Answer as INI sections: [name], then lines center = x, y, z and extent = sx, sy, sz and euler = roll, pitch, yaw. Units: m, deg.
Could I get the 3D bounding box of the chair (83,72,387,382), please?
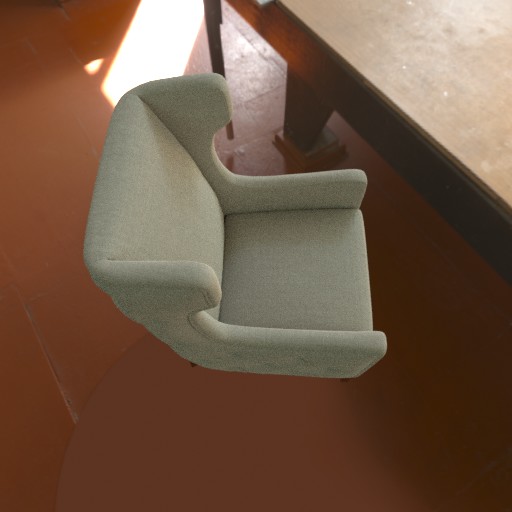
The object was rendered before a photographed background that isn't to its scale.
[chair]
center = 0.000, 0.000, 1.657
extent = 0.899, 1.079, 0.778
euler = 1, 63, 1
